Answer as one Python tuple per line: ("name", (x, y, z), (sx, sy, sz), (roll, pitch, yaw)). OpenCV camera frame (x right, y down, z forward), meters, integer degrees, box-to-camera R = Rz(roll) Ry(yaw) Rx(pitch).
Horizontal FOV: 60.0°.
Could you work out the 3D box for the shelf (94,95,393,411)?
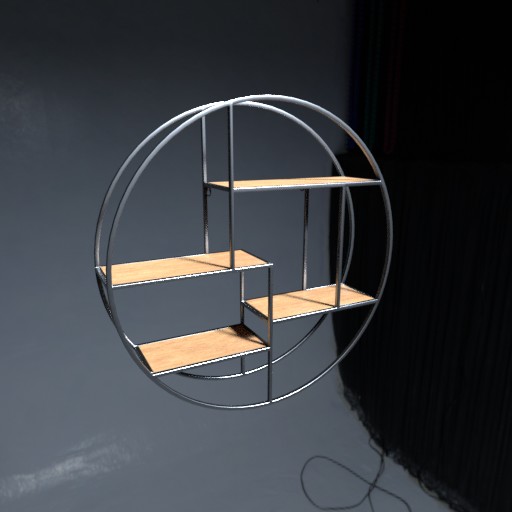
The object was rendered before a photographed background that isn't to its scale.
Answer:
("shelf", (0.000, 0.000, 1.320), (0.888, 0.888, 0.202), (-7, 16, -26))
